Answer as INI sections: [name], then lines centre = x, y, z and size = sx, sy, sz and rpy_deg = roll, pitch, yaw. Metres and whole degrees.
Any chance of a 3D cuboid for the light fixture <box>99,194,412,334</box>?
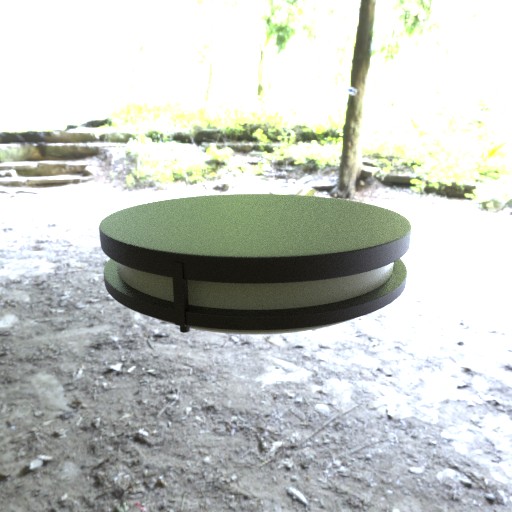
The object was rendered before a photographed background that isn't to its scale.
[light fixture]
centre = 0.000, 0.000, 0.544
size = 0.356, 0.102, 0.356
rpy_deg = 0, 16, 0
